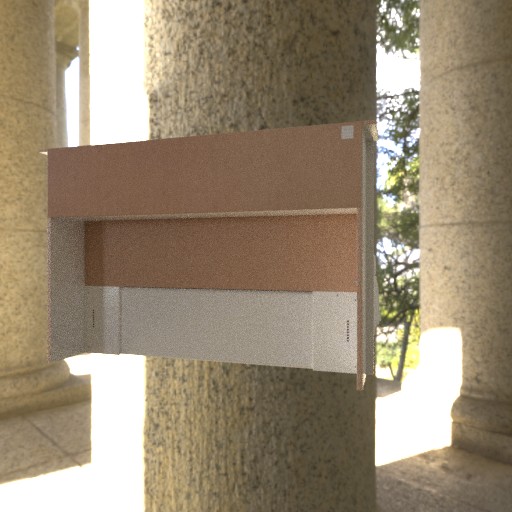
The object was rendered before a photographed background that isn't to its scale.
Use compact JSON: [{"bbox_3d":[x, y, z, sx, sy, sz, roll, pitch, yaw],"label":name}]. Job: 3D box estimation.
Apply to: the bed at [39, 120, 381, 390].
[{"bbox_3d":[0.000,0.000,3.044,1.671,1.092,2.133,0,0,17],"label":"bed"}]
